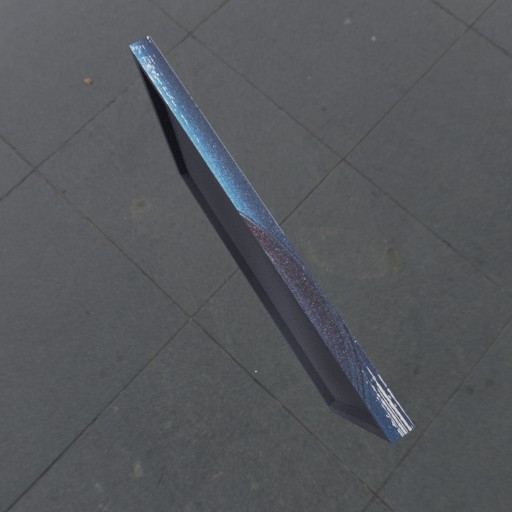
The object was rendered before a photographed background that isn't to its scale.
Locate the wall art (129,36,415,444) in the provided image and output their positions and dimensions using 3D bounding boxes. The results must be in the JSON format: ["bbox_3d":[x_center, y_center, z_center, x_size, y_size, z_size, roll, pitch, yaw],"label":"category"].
[{"bbox_3d":[0.000,0.000,0.749,0.033,0.406,0.609,-32,78,-8],"label":"wall art"}]
